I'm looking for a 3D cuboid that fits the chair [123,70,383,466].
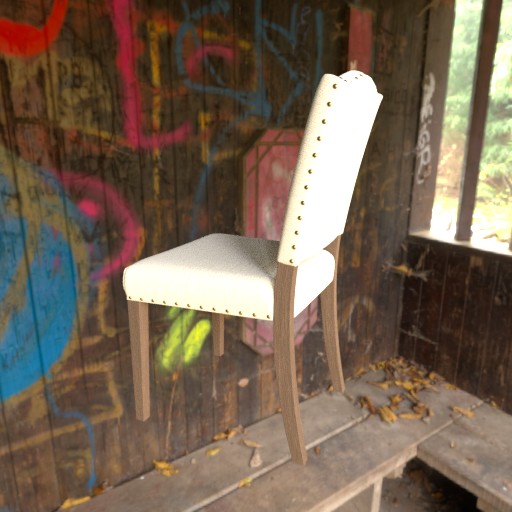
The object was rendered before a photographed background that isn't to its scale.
[{"bbox_3d":[0.000,0.000,1.349,0.619,1.015,0.508,7,17,25],"label":"chair"}]
